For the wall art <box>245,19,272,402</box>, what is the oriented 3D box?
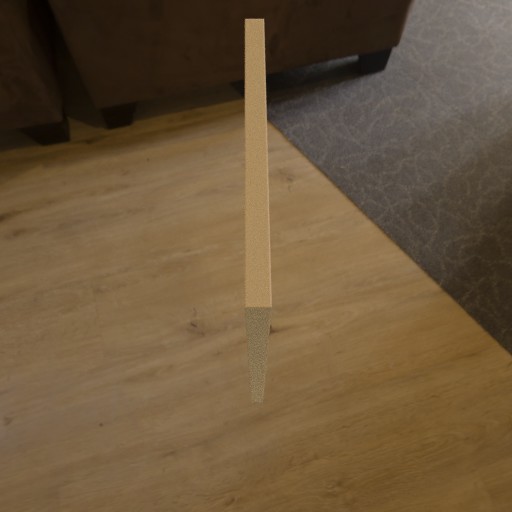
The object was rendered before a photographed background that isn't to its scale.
[{"bbox_3d":[0.000,0.000,1.165,0.038,0.914,0.610,-1,64,0],"label":"wall art"}]
